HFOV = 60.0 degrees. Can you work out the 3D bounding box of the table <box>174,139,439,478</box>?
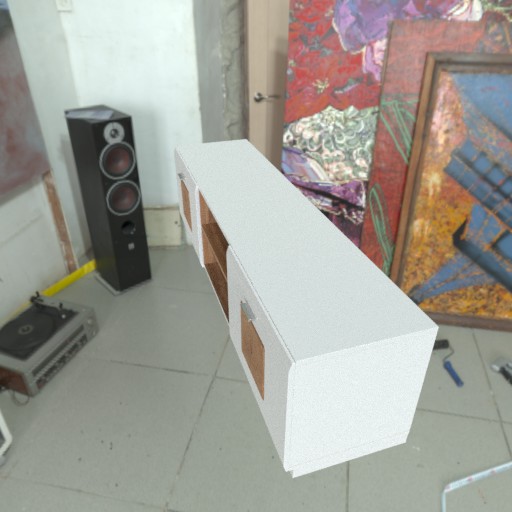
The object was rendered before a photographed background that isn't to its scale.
[{"bbox_3d":[0.000,0.000,1.732,0.400,0.440,1.550,-10,33,-15],"label":"table"}]
